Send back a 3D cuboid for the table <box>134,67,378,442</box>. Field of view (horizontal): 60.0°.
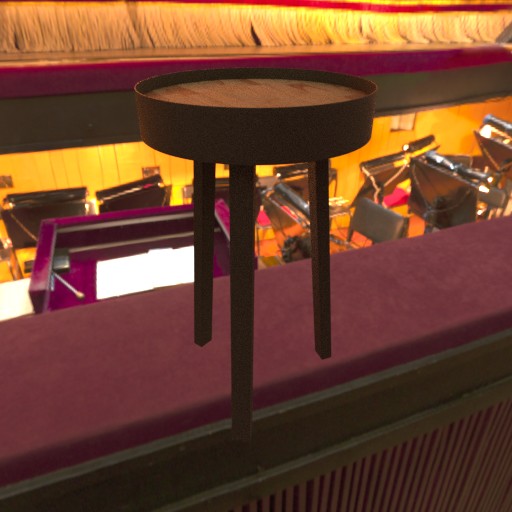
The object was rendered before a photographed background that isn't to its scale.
[{"bbox_3d":[0.000,0.000,0.932,0.406,0.686,0.406,-10,32,-17],"label":"table"}]
